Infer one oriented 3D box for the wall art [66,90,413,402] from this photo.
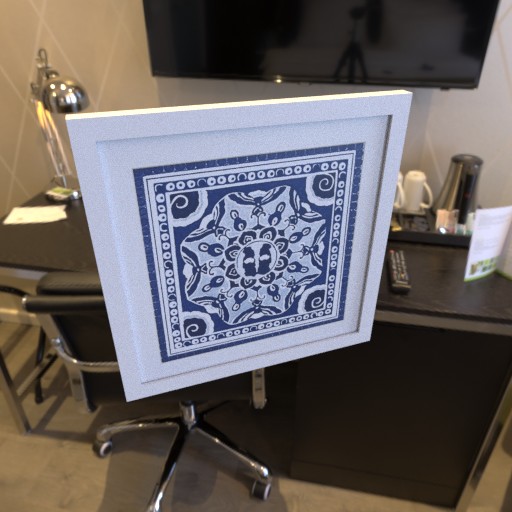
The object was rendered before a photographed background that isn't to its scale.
[{"bbox_3d":[0.000,0.000,0.837,0.559,0.559,0.028,-10,32,-16],"label":"wall art"}]
